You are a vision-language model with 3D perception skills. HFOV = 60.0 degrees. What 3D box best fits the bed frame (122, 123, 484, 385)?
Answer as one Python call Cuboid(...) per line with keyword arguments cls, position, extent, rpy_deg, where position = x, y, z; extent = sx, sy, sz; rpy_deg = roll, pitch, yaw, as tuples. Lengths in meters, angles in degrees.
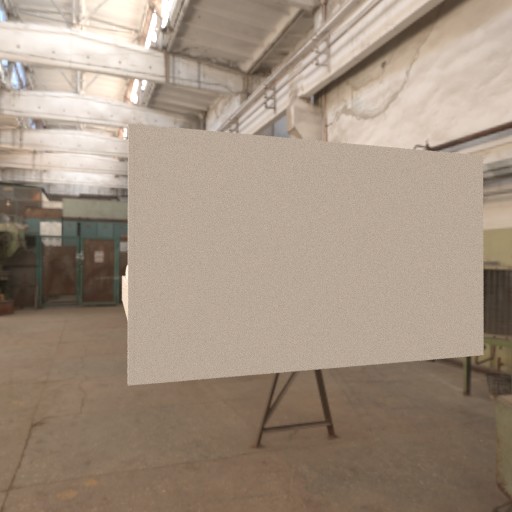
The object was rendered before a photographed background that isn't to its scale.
Cuboid(cls="bed frame", position=(0.000, 0.000, 2.953), extent=(1.711, 1.001, 2.100), rpy_deg=(0, 0, -18))
